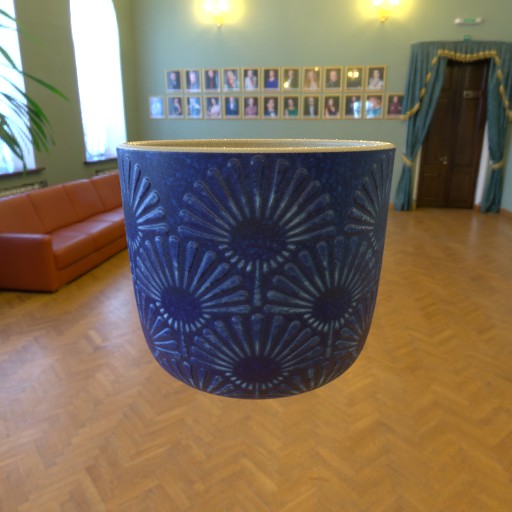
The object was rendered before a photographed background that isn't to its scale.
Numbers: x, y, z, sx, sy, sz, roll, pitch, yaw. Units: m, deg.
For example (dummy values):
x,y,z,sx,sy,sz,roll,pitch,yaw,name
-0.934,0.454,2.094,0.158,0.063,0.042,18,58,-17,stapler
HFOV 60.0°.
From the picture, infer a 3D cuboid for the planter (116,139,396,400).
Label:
x,y,z,sx,sy,sz,roll,pitch,yaw,name
0.000,0.000,0.220,0.124,0.109,0.124,0,16,0,planter
